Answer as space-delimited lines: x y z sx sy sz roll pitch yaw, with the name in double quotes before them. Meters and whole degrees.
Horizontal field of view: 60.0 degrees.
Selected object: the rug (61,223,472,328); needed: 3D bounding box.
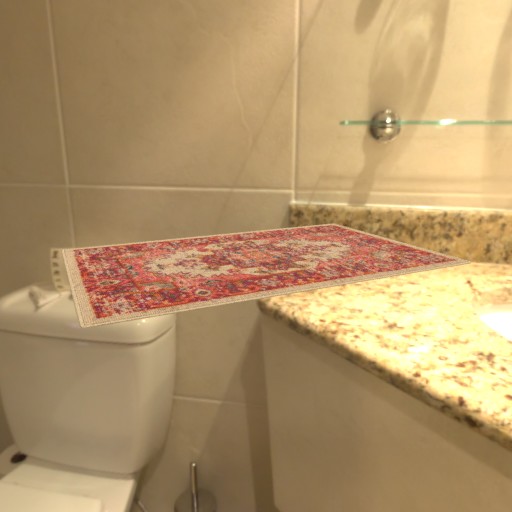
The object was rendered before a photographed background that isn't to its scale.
"rug" 0.000 0.000 1.104 0.868 0.004 0.556 -7 16 -25
